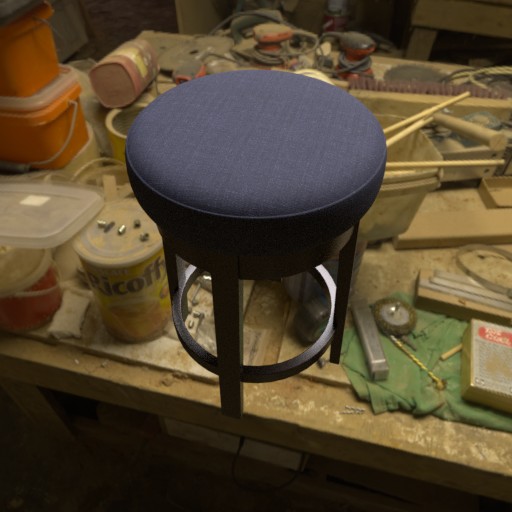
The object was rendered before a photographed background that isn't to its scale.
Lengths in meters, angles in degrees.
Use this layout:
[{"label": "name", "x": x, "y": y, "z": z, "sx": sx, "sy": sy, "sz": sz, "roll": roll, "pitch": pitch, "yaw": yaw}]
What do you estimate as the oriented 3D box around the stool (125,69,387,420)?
[{"label": "stool", "x": 0.000, "y": 0.000, "z": 0.945, "sx": 0.449, "sy": 0.655, "sz": 0.449, "roll": 0, "pitch": 47, "yaw": 0}]
